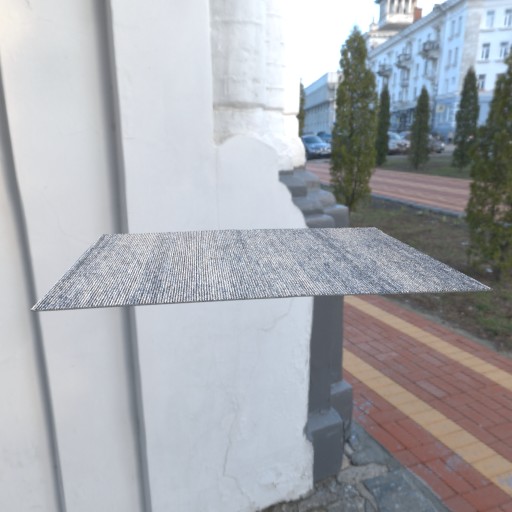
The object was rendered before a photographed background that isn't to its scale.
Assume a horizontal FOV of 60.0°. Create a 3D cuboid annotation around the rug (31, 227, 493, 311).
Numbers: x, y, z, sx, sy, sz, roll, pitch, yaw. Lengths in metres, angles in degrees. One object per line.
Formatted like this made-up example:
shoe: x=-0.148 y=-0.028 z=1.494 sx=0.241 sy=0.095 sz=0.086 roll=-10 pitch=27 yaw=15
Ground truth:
rug: x=0.000 y=0.000 z=2.998 sx=2.349 sy=0.030 sz=1.624 roll=-2 pitch=16 yaw=-7
